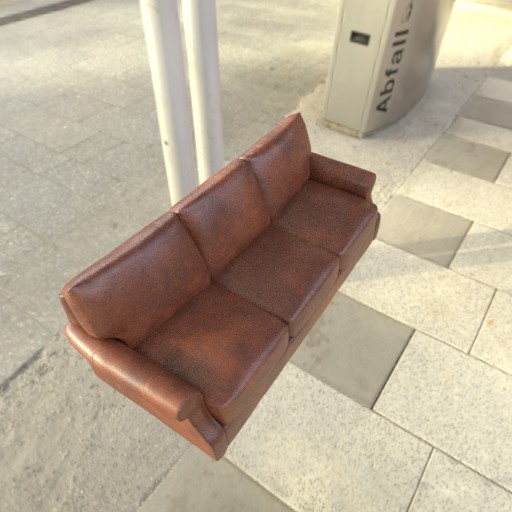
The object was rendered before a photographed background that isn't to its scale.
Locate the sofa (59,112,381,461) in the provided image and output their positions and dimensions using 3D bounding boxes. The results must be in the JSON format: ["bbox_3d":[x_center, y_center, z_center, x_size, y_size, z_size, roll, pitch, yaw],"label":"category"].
[{"bbox_3d":[0.000,0.000,2.888,0.973,0.977,2.351,24,48,24],"label":"sofa"}]
